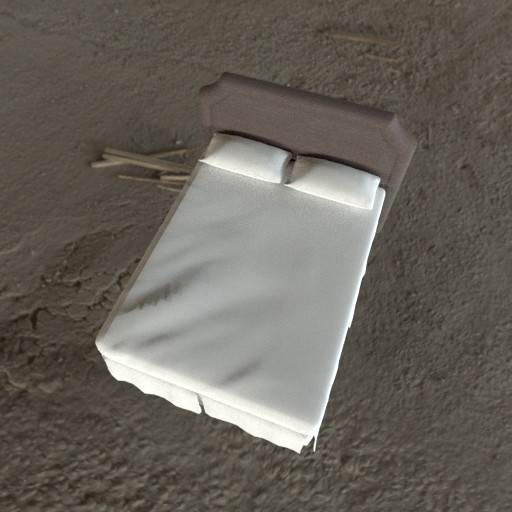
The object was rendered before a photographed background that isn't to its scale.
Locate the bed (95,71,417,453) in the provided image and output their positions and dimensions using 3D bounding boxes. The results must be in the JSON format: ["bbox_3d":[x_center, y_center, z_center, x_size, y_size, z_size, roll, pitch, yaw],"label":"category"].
[{"bbox_3d":[0.000,0.000,3.178,1.693,1.290,2.116,18,61,10],"label":"bed"}]
